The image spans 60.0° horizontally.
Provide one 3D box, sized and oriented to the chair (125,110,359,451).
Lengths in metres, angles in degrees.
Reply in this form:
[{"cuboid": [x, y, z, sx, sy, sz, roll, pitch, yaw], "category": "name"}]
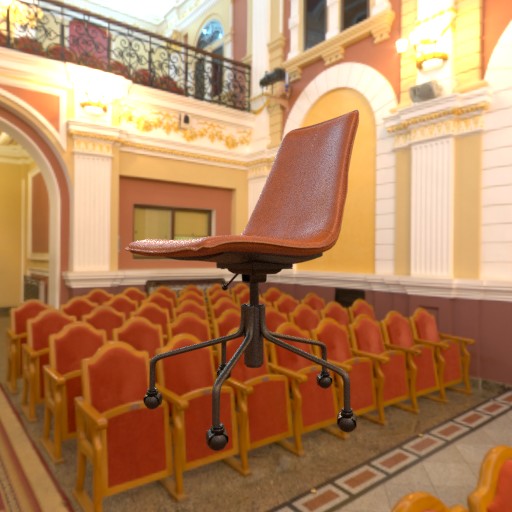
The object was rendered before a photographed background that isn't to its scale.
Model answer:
[{"cuboid": [0.000, 0.000, 1.351, 0.660, 0.920, 0.651, 0, 1, -37], "category": "chair"}]
